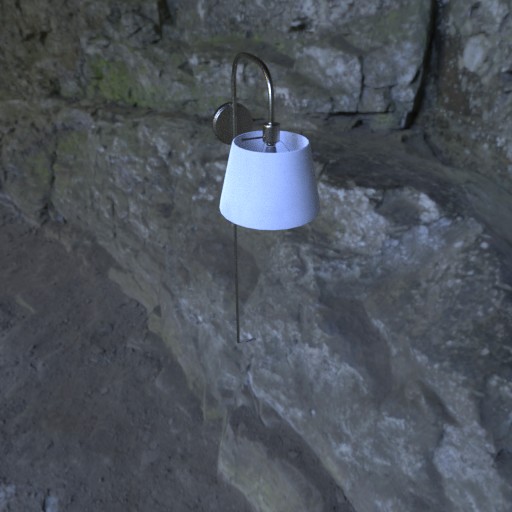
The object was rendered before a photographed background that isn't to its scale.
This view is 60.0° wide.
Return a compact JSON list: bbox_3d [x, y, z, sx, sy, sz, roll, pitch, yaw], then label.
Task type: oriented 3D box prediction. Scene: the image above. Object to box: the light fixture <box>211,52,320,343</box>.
[{"bbox_3d":[0.000,0.000,0.482,0.092,0.399,0.176,-10,33,-15],"label":"light fixture"}]
